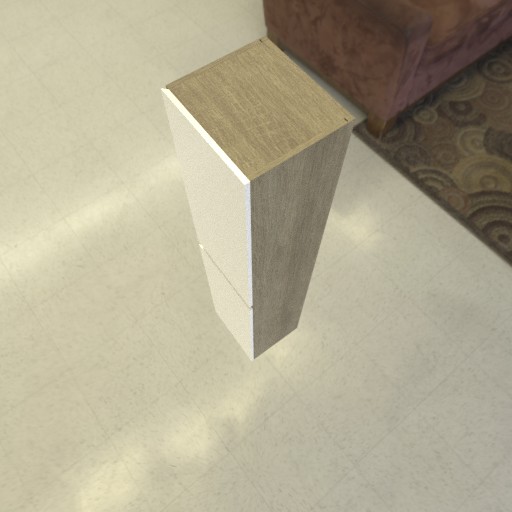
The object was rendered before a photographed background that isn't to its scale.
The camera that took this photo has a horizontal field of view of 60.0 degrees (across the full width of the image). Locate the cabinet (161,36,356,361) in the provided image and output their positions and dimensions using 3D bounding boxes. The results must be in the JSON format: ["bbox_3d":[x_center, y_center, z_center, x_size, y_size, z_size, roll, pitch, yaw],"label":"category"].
[{"bbox_3d":[0.000,0.000,1.524,0.270,1.400,0.300,-33,68,-15],"label":"cabinet"}]
